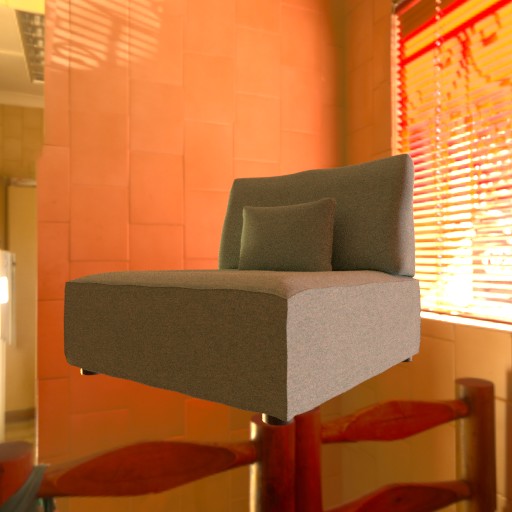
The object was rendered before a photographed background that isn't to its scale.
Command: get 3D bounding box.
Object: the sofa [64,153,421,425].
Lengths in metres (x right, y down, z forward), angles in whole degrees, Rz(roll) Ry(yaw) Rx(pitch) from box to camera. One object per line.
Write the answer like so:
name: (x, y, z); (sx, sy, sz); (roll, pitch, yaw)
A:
sofa: (0.000, 0.000, 1.671); (0.930, 0.820, 1.000); (-1, -1, 37)
